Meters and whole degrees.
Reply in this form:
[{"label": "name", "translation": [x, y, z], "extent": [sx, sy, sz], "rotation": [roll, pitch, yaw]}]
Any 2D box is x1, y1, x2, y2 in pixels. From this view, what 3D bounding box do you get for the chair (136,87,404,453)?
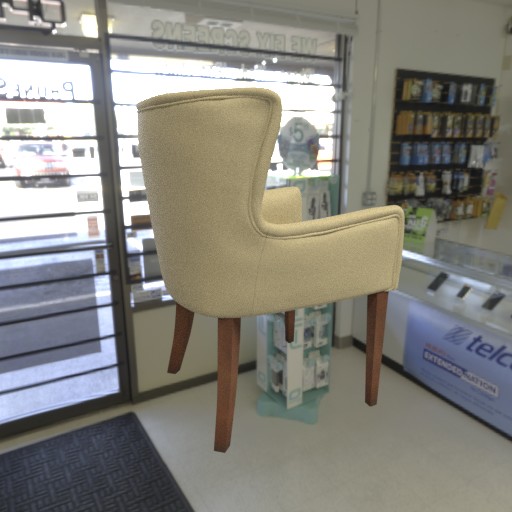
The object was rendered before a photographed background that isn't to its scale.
[{"label": "chair", "translation": [0.000, 0.000, 1.419], "extent": [0.686, 0.952, 0.660], "rotation": [-7, 16, -26]}]
